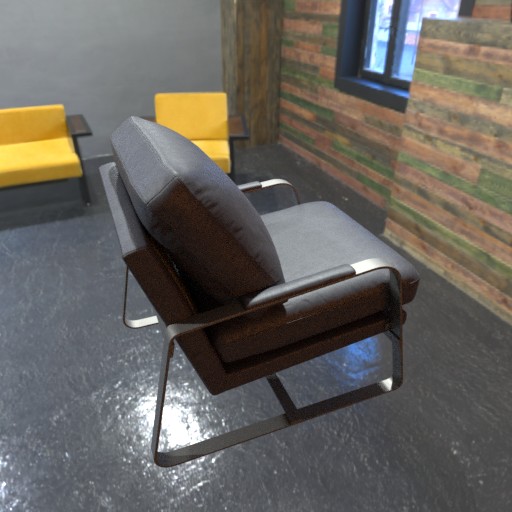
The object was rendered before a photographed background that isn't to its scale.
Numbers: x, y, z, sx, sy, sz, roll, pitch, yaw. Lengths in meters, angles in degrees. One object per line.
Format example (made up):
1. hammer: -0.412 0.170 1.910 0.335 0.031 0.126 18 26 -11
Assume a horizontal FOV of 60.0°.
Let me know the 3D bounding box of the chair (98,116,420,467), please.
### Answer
1. chair: 0.000 0.000 1.442 0.878 0.839 0.692 -12 33 -19
